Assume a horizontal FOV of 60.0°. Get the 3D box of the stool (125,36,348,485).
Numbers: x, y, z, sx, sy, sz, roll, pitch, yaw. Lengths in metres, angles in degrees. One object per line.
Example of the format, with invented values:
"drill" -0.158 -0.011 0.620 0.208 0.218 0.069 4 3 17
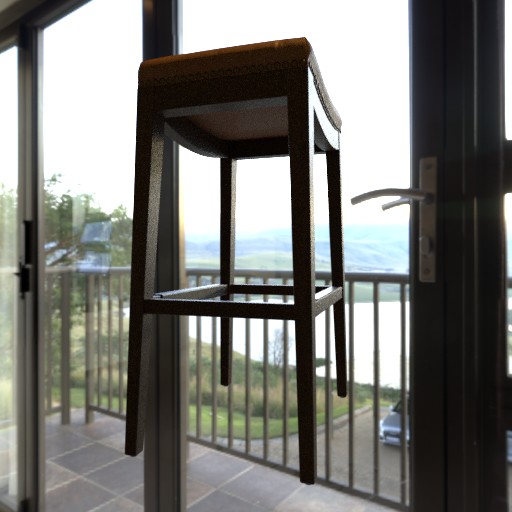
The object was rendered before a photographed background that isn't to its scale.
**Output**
"stool" 0.000 0.000 1.017 0.361 0.759 0.500 0 0 18
